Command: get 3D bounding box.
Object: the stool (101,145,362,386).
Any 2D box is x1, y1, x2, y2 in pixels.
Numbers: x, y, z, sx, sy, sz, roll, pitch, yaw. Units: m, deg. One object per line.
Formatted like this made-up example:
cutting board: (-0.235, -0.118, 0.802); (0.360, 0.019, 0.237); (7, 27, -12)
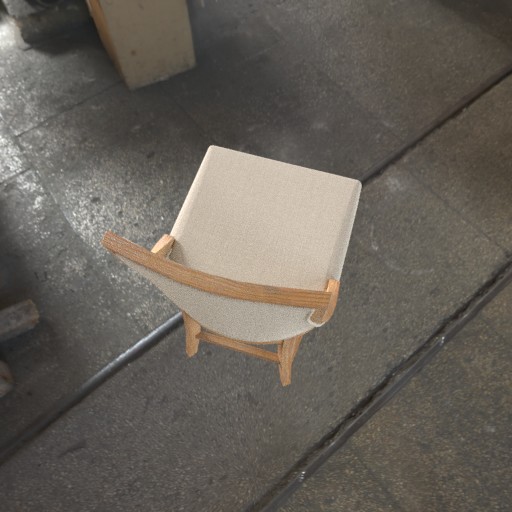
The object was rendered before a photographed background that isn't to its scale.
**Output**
stool: (0.000, 0.000, 1.335); (0.524, 0.938, 0.626); (15, 64, 8)
